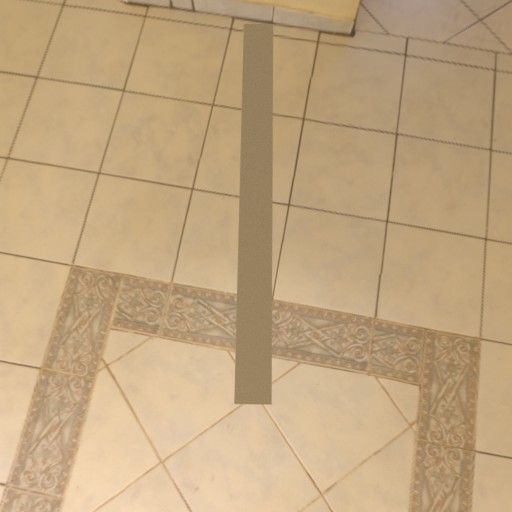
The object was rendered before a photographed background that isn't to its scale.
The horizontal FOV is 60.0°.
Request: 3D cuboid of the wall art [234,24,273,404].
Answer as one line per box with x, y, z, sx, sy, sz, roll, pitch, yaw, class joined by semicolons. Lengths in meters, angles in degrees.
0.000;0.000;0.763;0.037;0.554;0.453;1;75;0;wall art
